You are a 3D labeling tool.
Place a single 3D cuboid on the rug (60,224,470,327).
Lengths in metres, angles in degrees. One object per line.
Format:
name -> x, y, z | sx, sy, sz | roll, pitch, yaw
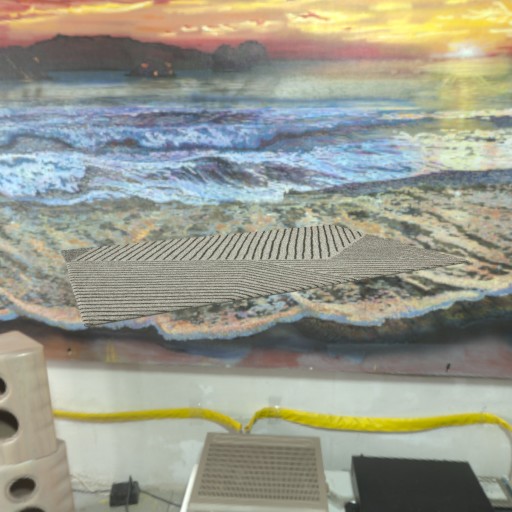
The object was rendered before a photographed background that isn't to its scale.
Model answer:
rug -> 0.000, 0.000, 3.067 | 2.406, 0.023, 1.539 | -7, 16, -26
